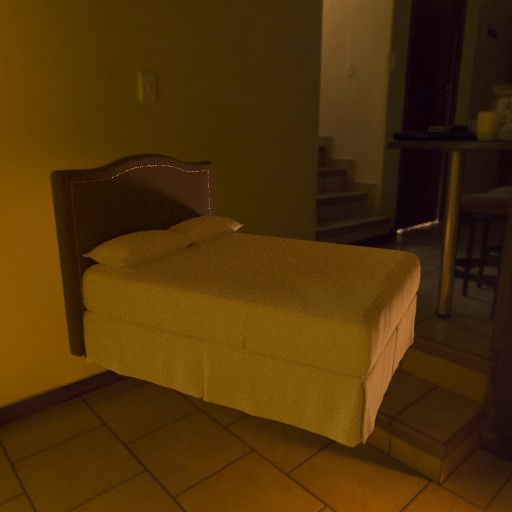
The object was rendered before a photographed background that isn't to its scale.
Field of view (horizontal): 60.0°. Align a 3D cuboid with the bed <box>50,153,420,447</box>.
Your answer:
[{"bbox_3d":[0.000,0.000,3.123,2.036,1.387,1.666,8,16,27],"label":"bed"}]
